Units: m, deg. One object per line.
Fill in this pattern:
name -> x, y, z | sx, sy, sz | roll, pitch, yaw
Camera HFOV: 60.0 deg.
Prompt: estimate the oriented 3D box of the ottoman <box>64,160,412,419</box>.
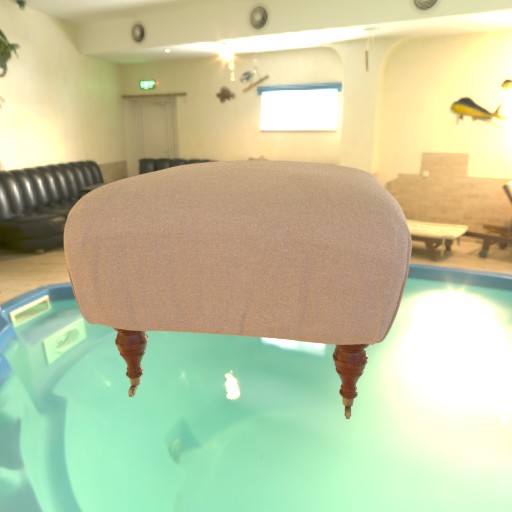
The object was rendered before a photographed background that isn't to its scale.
ottoman -> 0.000, 0.000, 1.095 | 0.622, 0.450, 0.746 | 3, 16, 9
